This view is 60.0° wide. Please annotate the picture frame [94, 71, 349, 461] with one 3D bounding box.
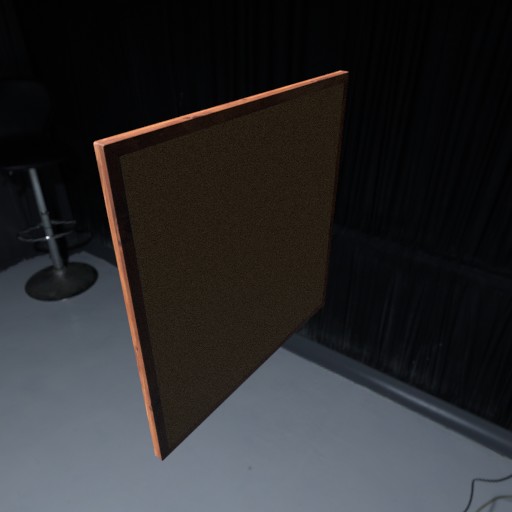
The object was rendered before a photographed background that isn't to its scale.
[{"bbox_3d":[0.000,0.000,1.183,0.029,0.817,0.810,22,38,31],"label":"picture frame"}]
